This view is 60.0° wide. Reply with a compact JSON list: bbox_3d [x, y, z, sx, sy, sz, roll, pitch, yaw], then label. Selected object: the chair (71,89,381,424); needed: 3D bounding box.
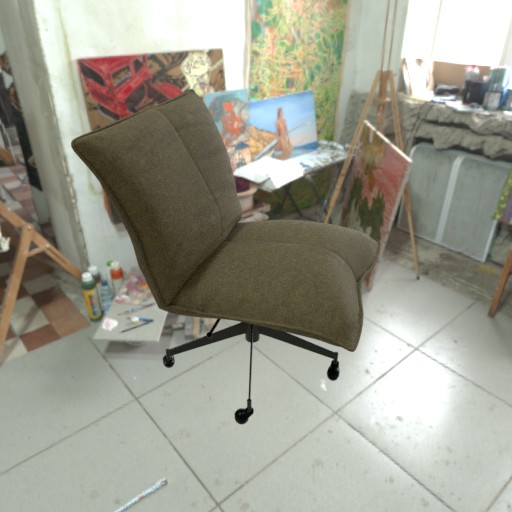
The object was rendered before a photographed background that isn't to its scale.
[{"bbox_3d":[0.000,0.000,1.326,0.696,0.811,0.597,11,33,17],"label":"chair"}]
